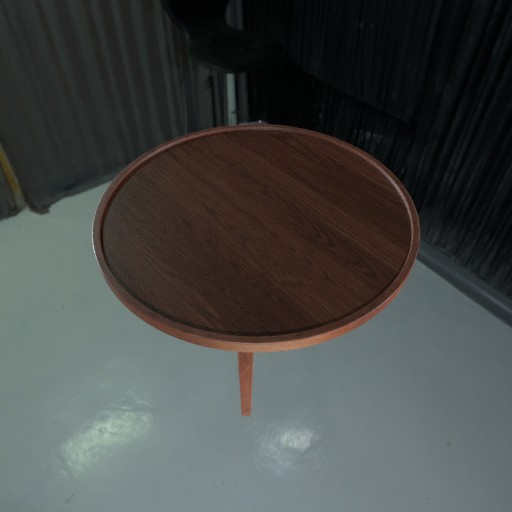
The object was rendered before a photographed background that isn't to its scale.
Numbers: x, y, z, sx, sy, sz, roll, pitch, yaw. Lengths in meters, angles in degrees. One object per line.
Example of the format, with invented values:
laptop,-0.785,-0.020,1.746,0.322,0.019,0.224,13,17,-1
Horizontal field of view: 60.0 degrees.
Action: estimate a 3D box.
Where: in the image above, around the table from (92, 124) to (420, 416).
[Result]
table,0.000,0.000,1.246,0.800,0.360,0.800,0,46,0
